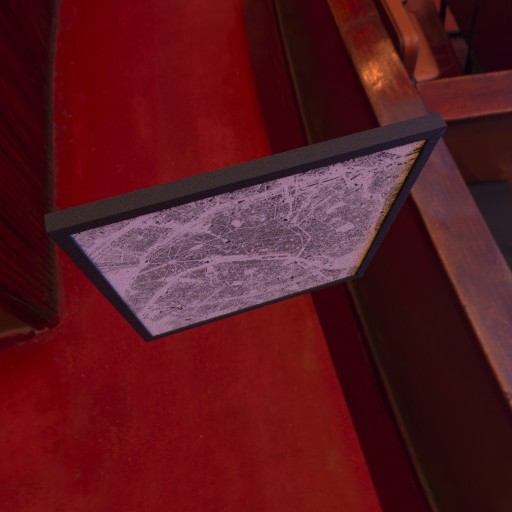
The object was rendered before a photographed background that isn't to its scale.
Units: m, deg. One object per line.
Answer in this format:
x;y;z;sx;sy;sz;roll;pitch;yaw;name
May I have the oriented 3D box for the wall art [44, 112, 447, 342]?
0.000;0.000;1.156;0.763;0.763;0.037;-16;66;-7;wall art
